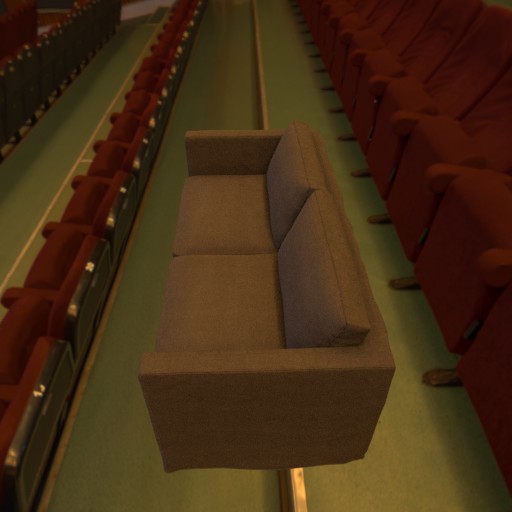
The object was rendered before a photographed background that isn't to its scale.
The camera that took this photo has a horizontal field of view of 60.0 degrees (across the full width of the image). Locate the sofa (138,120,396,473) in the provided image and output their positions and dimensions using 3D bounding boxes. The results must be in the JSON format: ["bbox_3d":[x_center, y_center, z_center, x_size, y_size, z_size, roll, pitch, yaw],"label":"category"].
[{"bbox_3d":[0.000,0.000,2.469,0.953,0.855,1.982,-1,41,-1],"label":"sofa"}]
